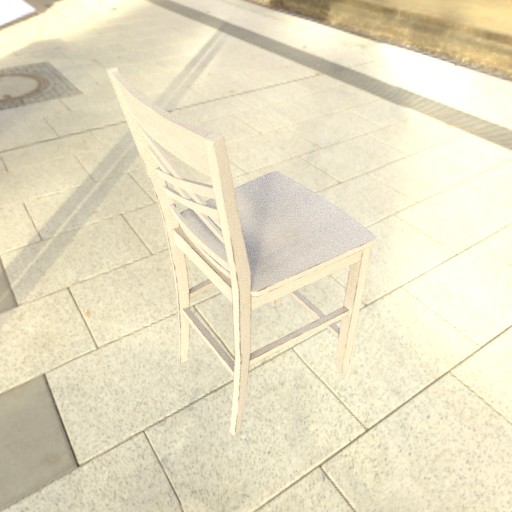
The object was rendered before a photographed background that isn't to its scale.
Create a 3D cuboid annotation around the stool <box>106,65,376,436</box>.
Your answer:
[{"bbox_3d":[0.000,0.000,1.331,0.539,1.079,0.462,-25,47,-27],"label":"stool"}]
